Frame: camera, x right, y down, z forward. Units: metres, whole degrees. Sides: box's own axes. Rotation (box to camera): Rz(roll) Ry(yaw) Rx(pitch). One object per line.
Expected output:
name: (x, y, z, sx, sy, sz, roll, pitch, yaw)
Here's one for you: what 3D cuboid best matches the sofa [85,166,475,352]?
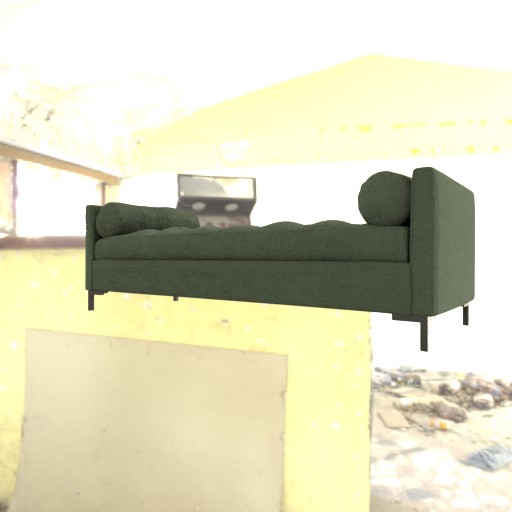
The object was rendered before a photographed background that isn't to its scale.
sofa: (0.000, 0.000, 2.475, 2.130, 0.681, 0.817, 0, 0, 36)
